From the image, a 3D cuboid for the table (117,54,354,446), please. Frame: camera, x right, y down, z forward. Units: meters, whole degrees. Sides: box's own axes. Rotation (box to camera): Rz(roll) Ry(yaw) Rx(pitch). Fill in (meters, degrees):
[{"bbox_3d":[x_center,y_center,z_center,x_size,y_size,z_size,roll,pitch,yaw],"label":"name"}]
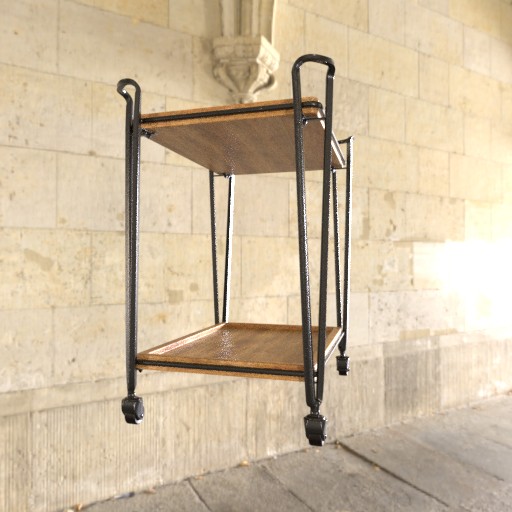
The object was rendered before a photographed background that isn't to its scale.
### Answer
[{"bbox_3d":[0.000,0.000,1.244,0.505,0.785,0.672,0,-1,16],"label":"table"}]
